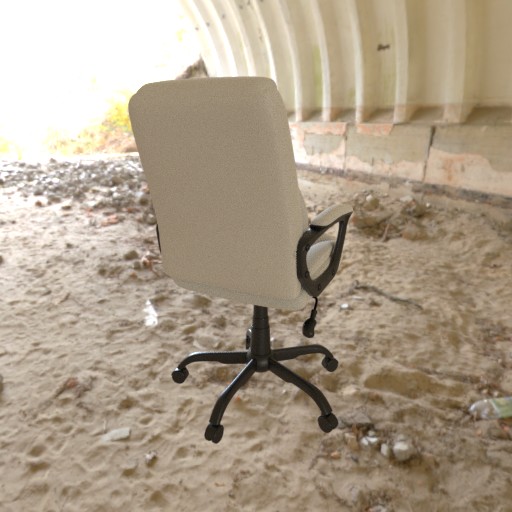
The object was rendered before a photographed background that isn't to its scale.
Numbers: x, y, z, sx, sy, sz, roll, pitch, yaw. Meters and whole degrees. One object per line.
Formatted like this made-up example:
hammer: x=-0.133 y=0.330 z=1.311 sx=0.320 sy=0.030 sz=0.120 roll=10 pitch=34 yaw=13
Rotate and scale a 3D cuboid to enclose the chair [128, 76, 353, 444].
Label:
chair: x=0.000 y=0.000 z=1.476 sx=0.663 sy=1.065 sz=0.669 roll=9 pitch=19 yaw=27
